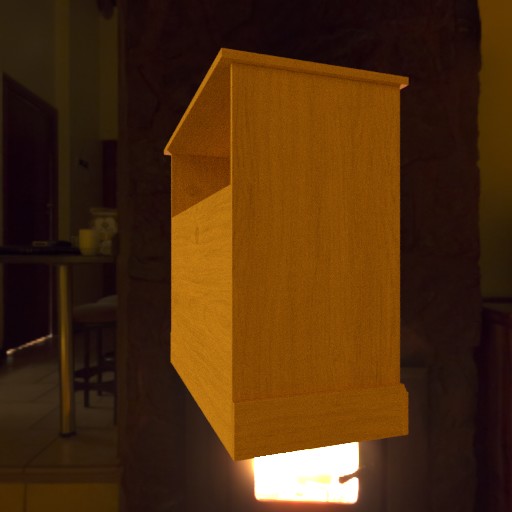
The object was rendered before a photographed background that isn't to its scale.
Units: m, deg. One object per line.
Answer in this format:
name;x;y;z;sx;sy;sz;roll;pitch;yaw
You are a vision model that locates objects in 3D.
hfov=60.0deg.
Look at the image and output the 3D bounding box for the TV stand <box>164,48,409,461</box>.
TV stand;0.000;0.000;1.311;0.430;0.787;0.851;0;0;-19
